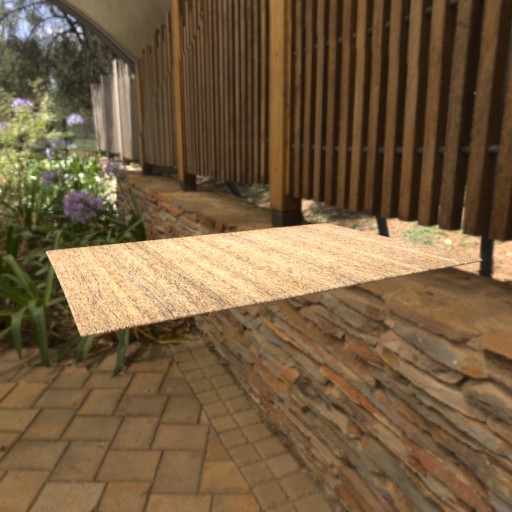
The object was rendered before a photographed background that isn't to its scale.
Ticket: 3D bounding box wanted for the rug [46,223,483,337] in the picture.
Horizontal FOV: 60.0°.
[{"bbox_3d":[0.000,0.000,2.244,1.846,0.014,1.243,-7,16,-28],"label":"rug"}]
